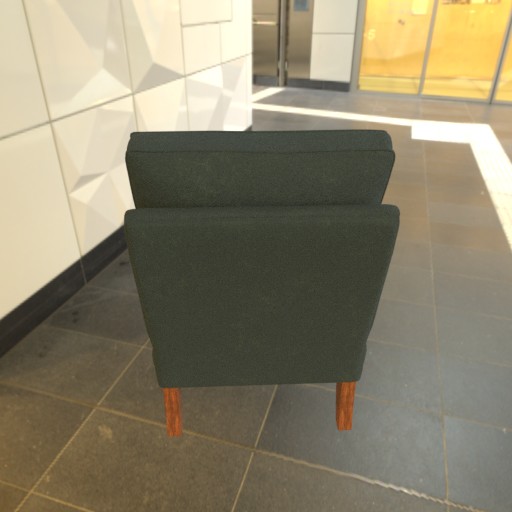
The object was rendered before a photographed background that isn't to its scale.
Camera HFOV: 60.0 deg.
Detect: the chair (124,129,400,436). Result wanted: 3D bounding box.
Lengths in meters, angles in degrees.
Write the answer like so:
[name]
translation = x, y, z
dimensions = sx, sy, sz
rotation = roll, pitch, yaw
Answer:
[chair]
translation = 0.000, 0.000, 1.654
dimensions = 0.724, 1.052, 0.912
rotation = -1, 30, -2
